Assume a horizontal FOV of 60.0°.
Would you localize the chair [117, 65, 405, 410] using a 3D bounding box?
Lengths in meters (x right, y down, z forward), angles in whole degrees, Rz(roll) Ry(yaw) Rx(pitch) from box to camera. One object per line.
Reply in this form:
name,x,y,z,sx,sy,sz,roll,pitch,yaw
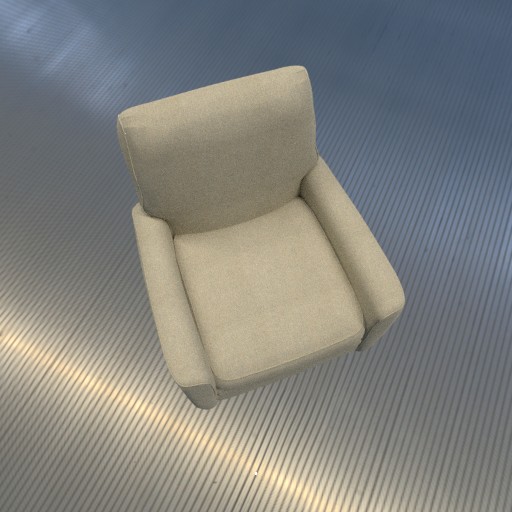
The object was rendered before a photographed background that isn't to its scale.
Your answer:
chair,0.000,0.000,1.682,0.850,1.006,0.853,-18,65,-9
